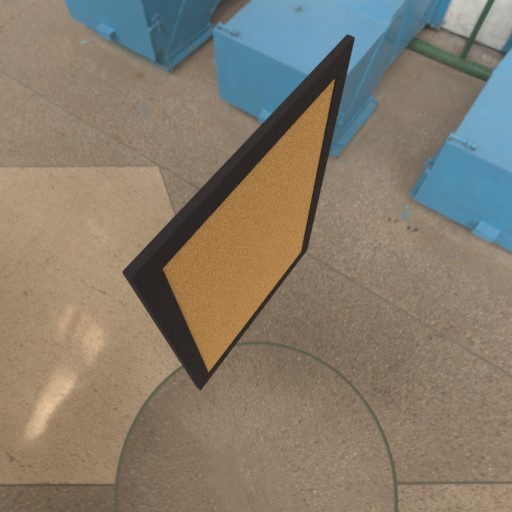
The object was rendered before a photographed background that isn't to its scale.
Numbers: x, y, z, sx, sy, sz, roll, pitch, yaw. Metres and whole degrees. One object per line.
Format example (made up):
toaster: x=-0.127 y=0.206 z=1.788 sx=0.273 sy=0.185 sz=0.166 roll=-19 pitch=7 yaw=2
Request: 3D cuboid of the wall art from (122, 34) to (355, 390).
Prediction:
wall art: x=0.000 y=0.000 z=0.678 sx=0.012 sy=0.529 sz=0.374 roll=33 pitch=68 yaw=15
